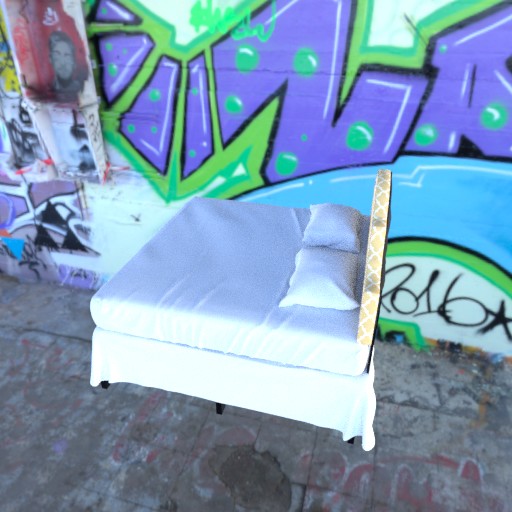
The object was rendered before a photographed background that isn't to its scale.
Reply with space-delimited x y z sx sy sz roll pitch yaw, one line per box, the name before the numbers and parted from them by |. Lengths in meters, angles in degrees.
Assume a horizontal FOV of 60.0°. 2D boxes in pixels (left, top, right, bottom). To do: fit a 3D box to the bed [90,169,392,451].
bed | 0.000 0.000 3.737 2.222 1.601 2.314 8 31 13
